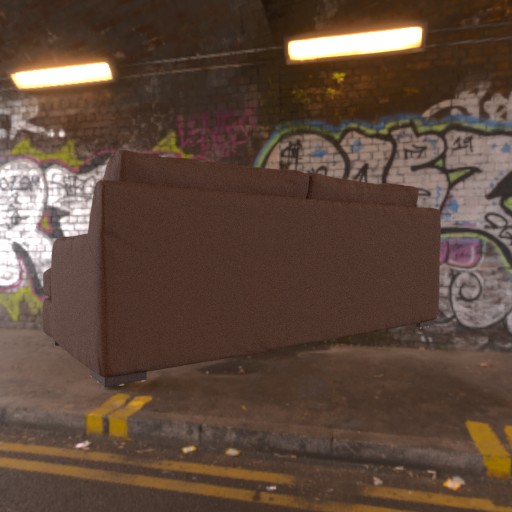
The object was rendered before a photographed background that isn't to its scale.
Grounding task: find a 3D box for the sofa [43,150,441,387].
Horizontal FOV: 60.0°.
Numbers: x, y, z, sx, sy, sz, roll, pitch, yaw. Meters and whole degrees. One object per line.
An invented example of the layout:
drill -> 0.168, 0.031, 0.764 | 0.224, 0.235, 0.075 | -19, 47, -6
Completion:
sofa -> 0.000, 0.000, 2.747 | 2.274, 0.950, 1.140 | -1, 2, -36
